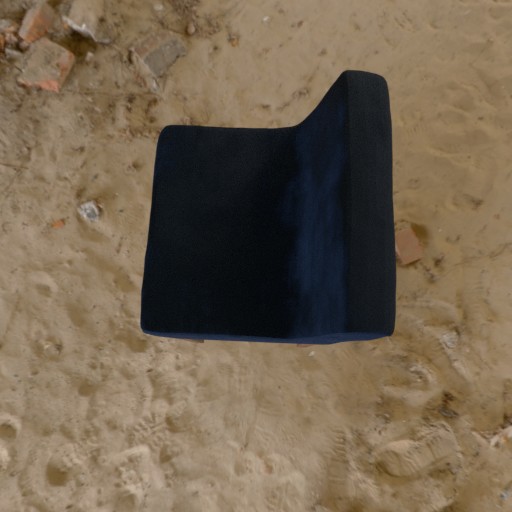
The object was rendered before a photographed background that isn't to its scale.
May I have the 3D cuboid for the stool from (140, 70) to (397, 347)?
[{"bbox_3d":[0.000,0.000,1.279,0.500,1.037,0.511,2,76,1],"label":"stool"}]
